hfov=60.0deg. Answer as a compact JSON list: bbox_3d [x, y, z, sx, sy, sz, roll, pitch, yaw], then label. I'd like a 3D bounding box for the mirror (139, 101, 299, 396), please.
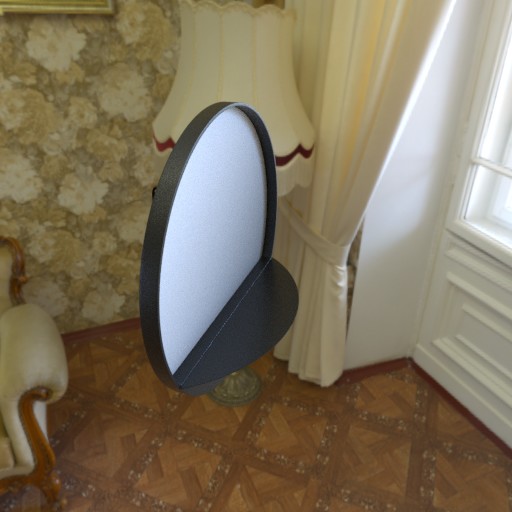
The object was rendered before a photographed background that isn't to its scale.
[{"bbox_3d":[0.000,0.000,0.704,0.133,0.457,0.457,10,30,18],"label":"mirror"}]
